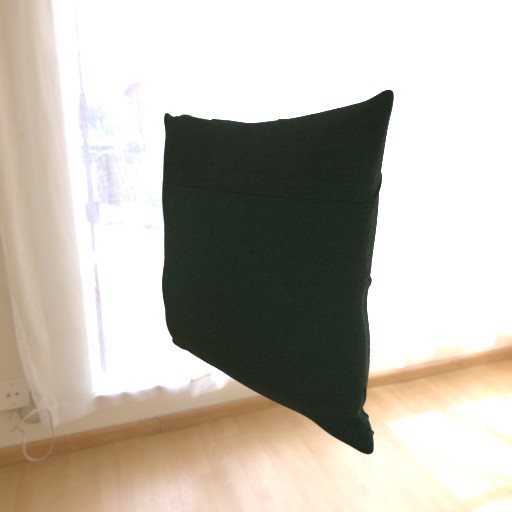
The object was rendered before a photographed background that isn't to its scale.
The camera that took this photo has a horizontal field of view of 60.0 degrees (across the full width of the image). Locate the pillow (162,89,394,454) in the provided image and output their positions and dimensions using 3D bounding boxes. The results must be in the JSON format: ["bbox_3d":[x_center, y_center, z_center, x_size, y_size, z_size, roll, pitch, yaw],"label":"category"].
[{"bbox_3d":[0.000,0.000,0.664,0.184,0.440,0.439,-14,20,-43],"label":"pillow"}]
